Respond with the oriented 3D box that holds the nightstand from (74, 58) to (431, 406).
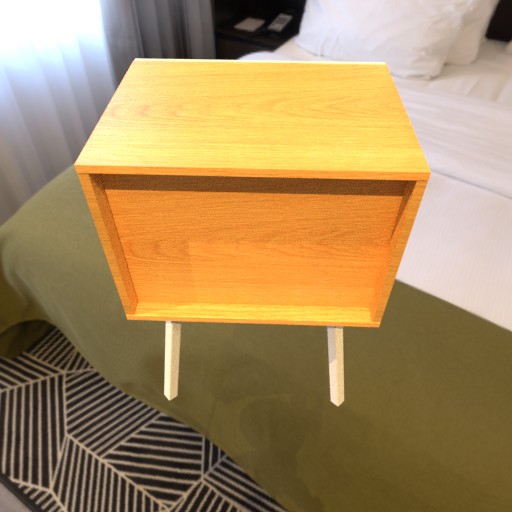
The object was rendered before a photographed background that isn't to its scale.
[{"bbox_3d":[0.000,0.000,0.821,0.400,0.601,0.316,2,46,1],"label":"nightstand"}]
